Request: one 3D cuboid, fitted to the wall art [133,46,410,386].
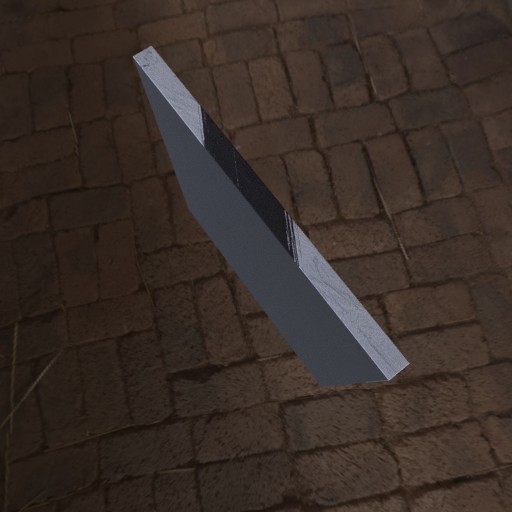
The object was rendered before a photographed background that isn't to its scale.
[{"bbox_3d":[0.000,0.000,1.155,0.046,0.765,0.765,-35,76,-10],"label":"wall art"}]
